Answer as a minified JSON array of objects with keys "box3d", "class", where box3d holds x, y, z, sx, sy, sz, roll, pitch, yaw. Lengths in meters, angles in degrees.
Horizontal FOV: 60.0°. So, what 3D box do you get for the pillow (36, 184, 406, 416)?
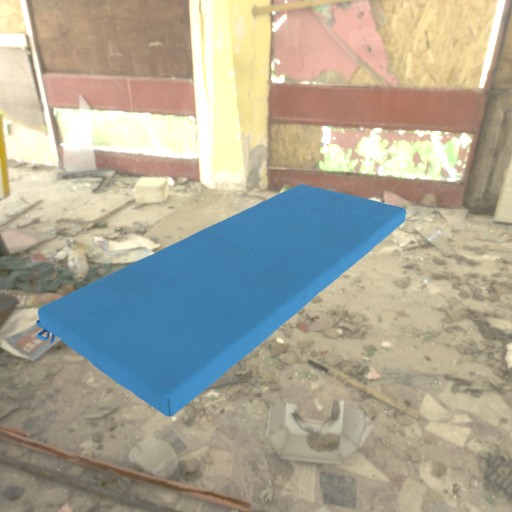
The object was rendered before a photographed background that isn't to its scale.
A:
[{"box3d":[0.000,0.000,1.327,0.492,0.081,1.187,20,34,33],"class":"pillow"}]
